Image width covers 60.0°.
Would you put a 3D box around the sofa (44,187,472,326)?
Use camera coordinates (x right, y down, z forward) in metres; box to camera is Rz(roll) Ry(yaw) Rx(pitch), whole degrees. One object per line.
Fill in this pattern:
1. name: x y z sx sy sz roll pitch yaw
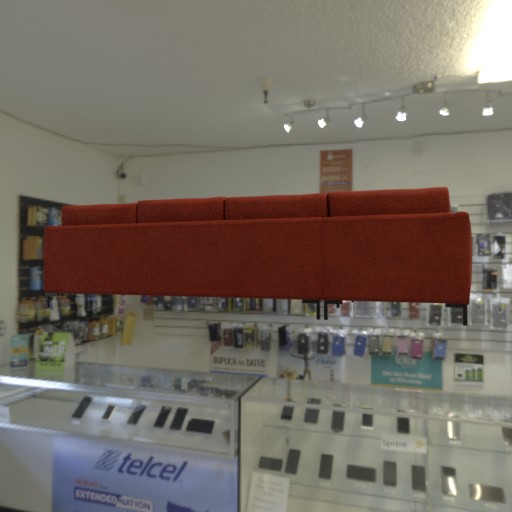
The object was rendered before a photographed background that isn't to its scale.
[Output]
1. sofa: 0.000 0.000 2.905 2.467 0.663 1.136 0 -1 19
